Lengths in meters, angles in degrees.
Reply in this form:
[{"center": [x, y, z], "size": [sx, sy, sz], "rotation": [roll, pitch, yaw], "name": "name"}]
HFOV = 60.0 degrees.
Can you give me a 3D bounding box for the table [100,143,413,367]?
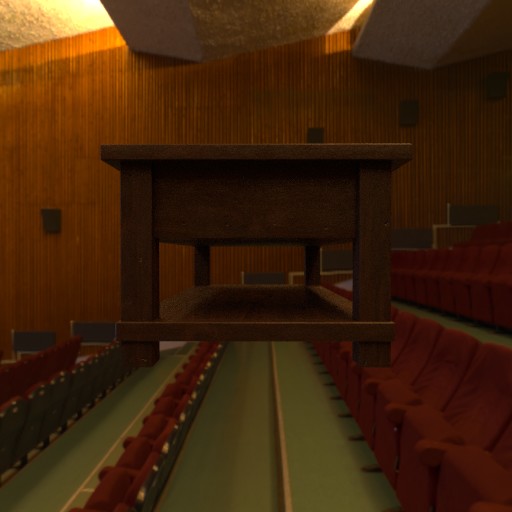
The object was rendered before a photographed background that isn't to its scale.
[{"center": [0.000, 0.000, 1.596], "size": [0.700, 0.494, 1.270], "rotation": [0, 0, 0], "name": "table"}]
